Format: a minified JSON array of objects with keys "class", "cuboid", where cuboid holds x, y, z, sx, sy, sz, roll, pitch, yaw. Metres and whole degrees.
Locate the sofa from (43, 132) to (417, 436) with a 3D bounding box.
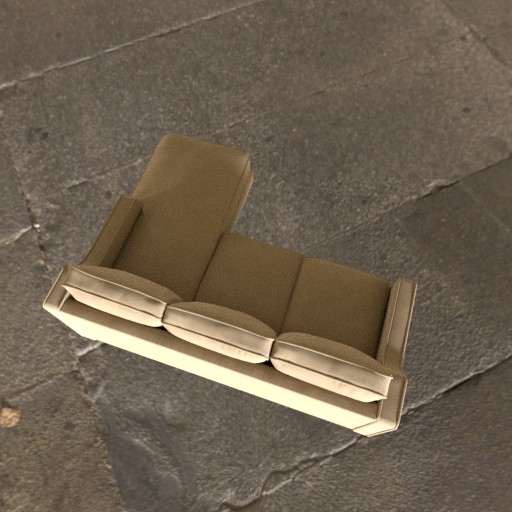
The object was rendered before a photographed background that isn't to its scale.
[{"class":"sofa","cuboid":[0.000,0.000,3.348,2.317,1.066,1.858,17,65,8]}]
